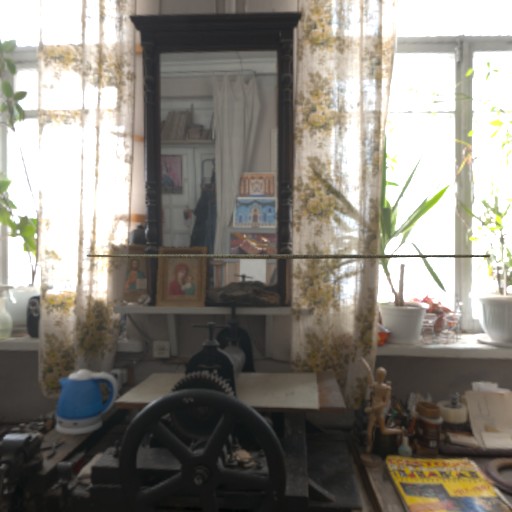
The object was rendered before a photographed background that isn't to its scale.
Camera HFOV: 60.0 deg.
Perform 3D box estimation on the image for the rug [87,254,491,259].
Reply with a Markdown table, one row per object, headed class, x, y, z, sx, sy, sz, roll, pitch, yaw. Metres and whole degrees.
| class | x | y | z | sx | sy | sz | roll | pitch | yaw |
| --- | --- | --- | --- | --- | --- | --- | --- | --- | --- |
| rug | 0.000 | 0.000 | 2.335 | 1.243 | 0.014 | 1.846 | 0 | 0 | -36 |
